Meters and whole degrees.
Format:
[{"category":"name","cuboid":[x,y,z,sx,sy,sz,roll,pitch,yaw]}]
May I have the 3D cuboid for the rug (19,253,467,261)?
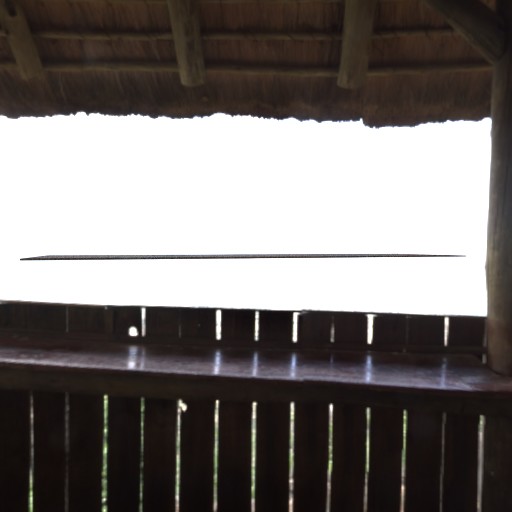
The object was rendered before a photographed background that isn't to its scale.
[{"category":"rug","cuboid":[0.000,0.000,2.522,2.287,0.011,0.687,0,1,-16]}]
